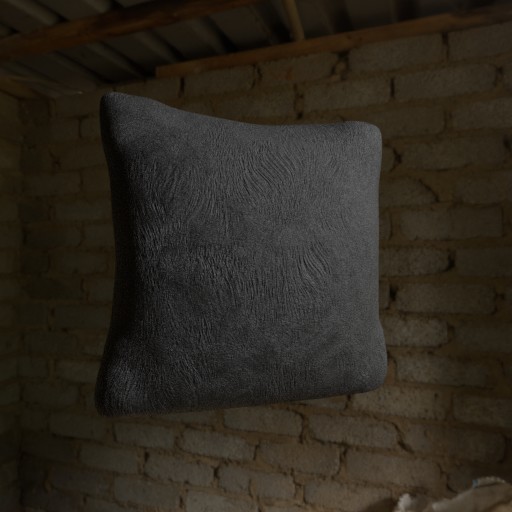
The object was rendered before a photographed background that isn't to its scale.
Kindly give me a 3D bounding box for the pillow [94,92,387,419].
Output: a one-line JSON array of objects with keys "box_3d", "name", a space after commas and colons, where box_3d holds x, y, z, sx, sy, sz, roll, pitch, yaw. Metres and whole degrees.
[{"box_3d": [0.000, 0.000, 0.780, 0.533, 0.523, 0.210, 0, -1, -19], "name": "pillow"}]
